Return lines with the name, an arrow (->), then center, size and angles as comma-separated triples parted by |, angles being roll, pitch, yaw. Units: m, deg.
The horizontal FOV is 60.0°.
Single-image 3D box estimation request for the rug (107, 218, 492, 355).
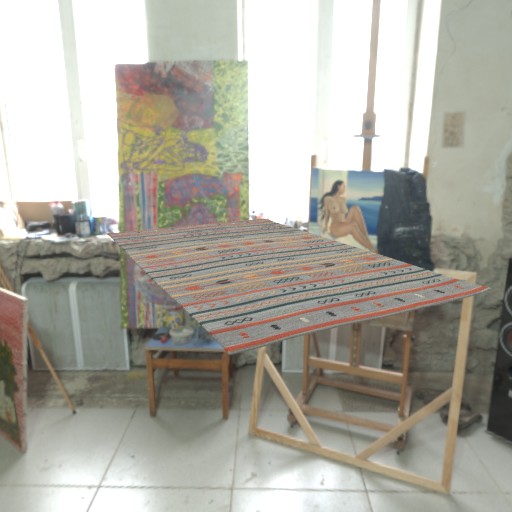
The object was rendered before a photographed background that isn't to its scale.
rug -> 0.000, 0.000, 3.033 | 1.537, 0.029, 2.439 | -8, 17, -27
